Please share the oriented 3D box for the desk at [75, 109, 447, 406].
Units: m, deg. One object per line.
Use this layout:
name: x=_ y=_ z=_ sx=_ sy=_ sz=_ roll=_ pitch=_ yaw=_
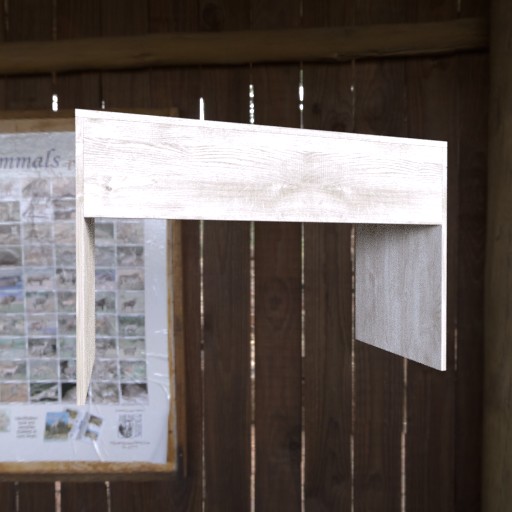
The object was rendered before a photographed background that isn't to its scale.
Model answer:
desk: x=0.000 y=0.000 z=1.519 sx=1.100 sy=0.730 sz=0.560 roll=0 pitch=1 yaw=-17
